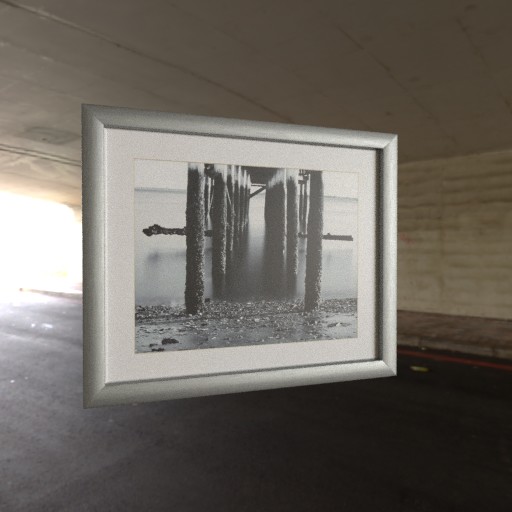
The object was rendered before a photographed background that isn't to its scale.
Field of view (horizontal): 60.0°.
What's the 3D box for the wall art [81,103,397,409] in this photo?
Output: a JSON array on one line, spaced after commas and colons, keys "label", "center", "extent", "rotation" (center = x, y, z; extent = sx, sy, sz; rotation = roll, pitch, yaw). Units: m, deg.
[{"label": "wall art", "center": [0.000, 0.000, 0.761], "extent": [0.556, 0.457, 0.028], "rotation": [0, 1, -19]}]
